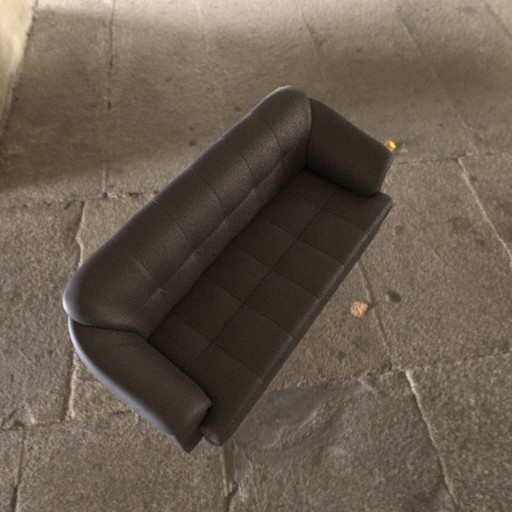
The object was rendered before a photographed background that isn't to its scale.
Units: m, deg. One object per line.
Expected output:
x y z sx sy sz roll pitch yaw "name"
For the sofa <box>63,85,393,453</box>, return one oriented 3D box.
0.000 0.000 2.236 0.800 0.811 1.829 32 63 18 "sofa"
